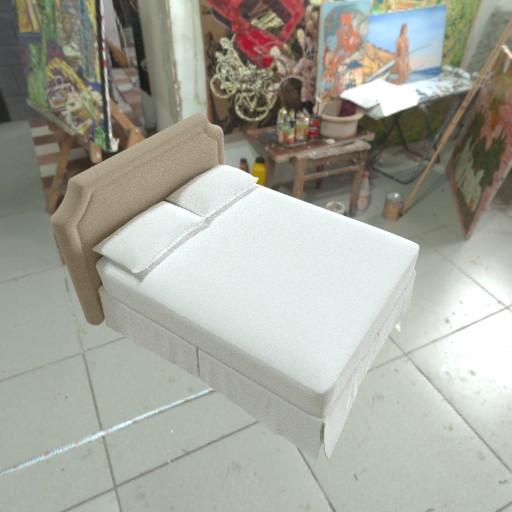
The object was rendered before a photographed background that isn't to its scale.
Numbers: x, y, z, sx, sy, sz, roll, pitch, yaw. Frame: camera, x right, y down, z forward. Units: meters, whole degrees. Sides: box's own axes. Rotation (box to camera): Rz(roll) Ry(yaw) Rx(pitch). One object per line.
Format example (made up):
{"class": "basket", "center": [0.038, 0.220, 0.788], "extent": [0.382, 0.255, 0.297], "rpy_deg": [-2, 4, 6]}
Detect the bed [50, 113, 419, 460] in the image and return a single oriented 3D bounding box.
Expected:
{"class": "bed", "center": [0.000, 0.000, 3.393], "extent": [2.204, 1.301, 1.828], "rpy_deg": [24, 46, 25]}
